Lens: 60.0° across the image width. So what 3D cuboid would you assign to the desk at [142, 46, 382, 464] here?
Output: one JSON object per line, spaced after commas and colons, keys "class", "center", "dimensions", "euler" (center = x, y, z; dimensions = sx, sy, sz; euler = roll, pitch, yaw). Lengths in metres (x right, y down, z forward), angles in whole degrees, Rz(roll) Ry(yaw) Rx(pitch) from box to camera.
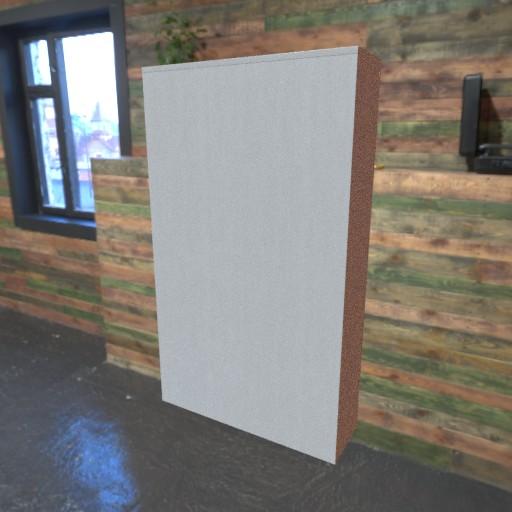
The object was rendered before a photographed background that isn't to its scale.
{"class": "desk", "center": [0.000, 0.000, 1.593], "dimensions": [0.750, 1.280, 0.250], "euler": [9, 17, 29]}
